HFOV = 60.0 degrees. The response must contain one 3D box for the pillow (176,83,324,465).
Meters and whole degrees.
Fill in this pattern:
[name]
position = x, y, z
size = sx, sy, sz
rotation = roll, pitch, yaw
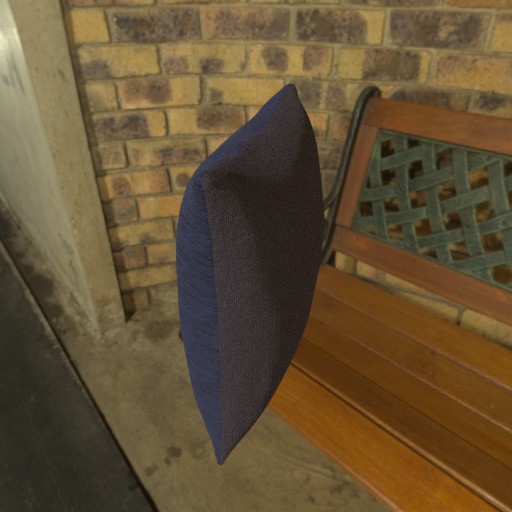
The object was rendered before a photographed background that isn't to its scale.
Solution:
[pillow]
position = 0.000, 0.000, 0.700
size = 0.204, 0.439, 0.452
rotation = 8, 32, 12
